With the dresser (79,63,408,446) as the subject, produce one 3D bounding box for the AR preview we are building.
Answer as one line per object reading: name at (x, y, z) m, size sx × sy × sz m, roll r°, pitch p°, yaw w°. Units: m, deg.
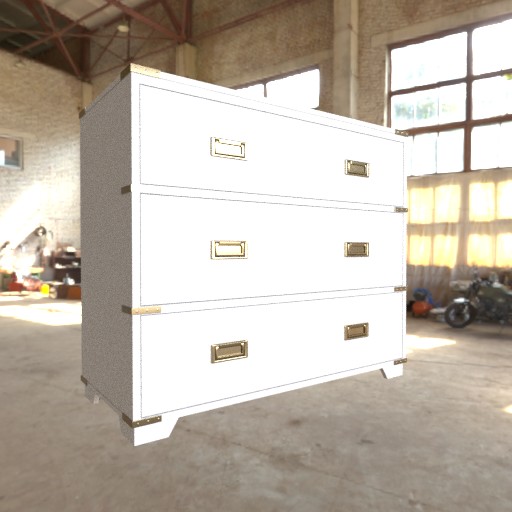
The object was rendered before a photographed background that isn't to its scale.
dresser at (0.000, 0.000, 1.492) m, size 1.022 × 0.891 × 0.460 m, roll -1°, pitch 1°, yaw -35°
